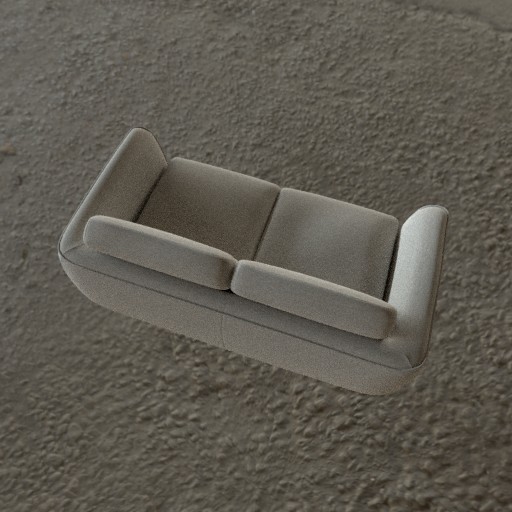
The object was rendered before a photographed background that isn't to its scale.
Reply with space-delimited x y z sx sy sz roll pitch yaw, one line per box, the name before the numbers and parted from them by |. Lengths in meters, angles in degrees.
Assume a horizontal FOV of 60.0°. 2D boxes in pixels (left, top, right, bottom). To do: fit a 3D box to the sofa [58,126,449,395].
sofa | 0.000 0.000 2.215 1.700 0.850 0.920 17 64 9
